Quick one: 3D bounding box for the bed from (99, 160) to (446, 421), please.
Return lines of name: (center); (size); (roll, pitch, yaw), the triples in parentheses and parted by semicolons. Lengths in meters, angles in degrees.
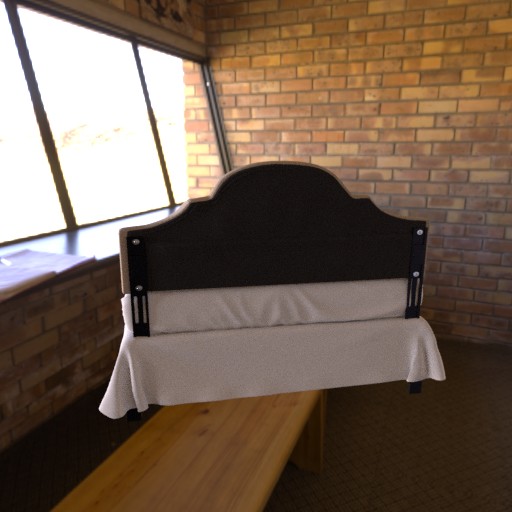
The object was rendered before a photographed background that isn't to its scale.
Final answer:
bed: (0.000, 0.000, 3.741); (2.303, 1.631, 2.222); (-2, 14, -9)
